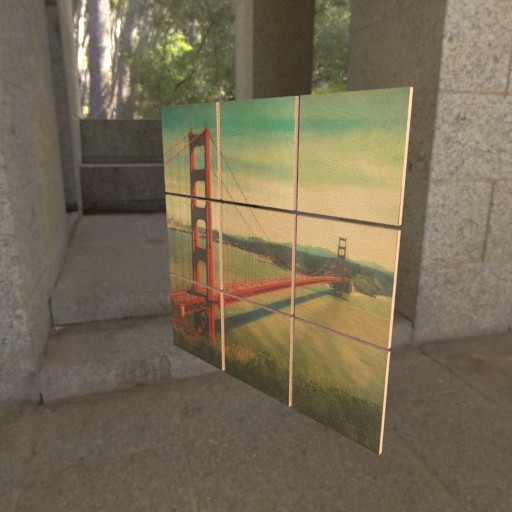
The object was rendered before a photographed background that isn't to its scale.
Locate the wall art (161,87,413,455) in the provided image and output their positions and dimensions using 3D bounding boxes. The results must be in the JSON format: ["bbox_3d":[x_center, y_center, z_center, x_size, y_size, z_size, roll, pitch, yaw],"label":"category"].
[{"bbox_3d":[0.000,0.000,1.805,1.217,1.207,0.016,14,21,42],"label":"wall art"}]
